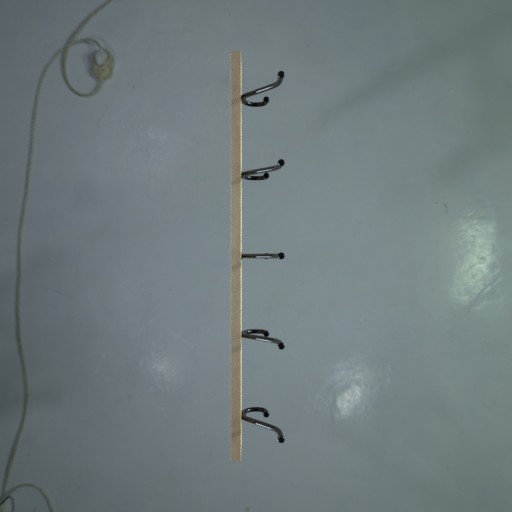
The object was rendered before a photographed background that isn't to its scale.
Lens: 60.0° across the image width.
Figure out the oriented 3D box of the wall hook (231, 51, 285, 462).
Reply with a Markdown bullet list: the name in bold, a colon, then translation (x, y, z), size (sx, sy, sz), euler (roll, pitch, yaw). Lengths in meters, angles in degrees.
- **wall hook**: translation (0.000, 0.000, 0.619), size (0.071, 0.117, 0.571), euler (0, 90, -1)
